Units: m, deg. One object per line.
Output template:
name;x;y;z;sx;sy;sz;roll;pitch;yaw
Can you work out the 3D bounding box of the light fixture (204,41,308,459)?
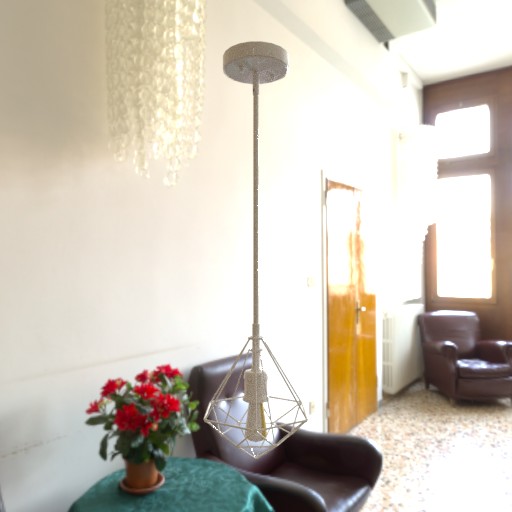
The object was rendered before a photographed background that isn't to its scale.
light fixture;0.000;0.000;1.951;0.431;1.764;0.487;0;-2;0
